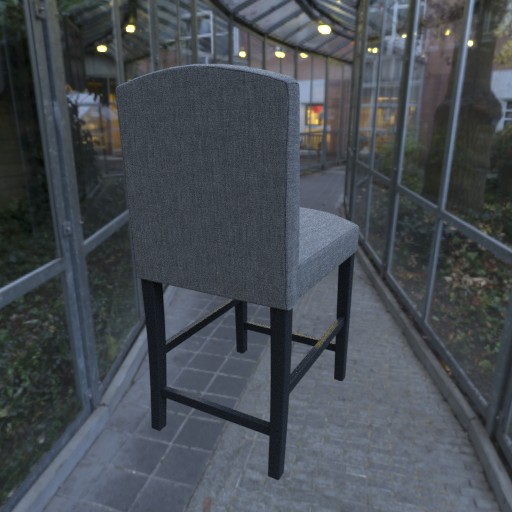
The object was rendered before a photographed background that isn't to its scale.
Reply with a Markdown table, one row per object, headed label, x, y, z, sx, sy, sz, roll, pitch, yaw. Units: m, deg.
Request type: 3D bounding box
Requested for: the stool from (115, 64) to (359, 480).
| label | x | y | z | sx | sy | sz | roll | pitch | yaw |
| --- | --- | --- | --- | --- | --- | --- | --- | --- | --- |
| stool | 0.000 | 0.000 | 1.266 | 0.451 | 0.966 | 0.552 | 9 | 20 | 27 |
